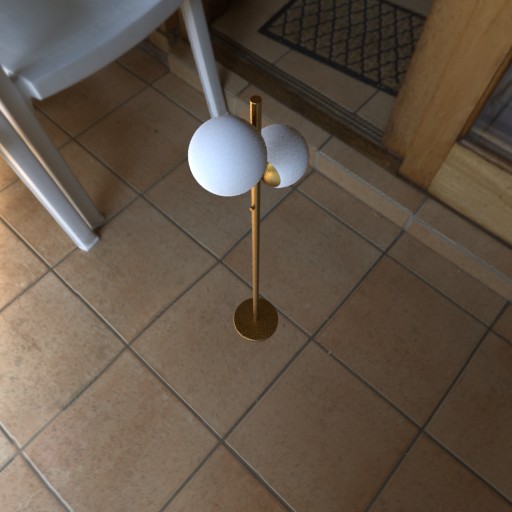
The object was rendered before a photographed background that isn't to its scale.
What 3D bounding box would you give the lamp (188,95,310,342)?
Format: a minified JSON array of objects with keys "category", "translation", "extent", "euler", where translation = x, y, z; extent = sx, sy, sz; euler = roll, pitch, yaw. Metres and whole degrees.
[{"category":"lamp","translation":[0.000,0.000,1.758],"extent":[0.249,1.641,0.419],"euler":[33,68,15]}]
